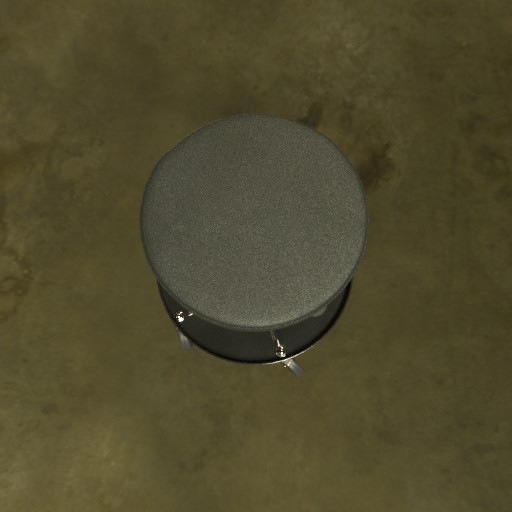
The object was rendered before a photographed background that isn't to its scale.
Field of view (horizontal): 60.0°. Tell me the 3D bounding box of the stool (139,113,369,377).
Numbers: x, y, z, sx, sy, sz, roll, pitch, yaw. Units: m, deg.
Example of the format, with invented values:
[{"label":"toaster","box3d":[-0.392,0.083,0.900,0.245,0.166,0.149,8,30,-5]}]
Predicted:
[{"label":"stool","box3d":[0.000,0.000,0.693,0.381,0.365,0.382,-39,79,-9]}]
